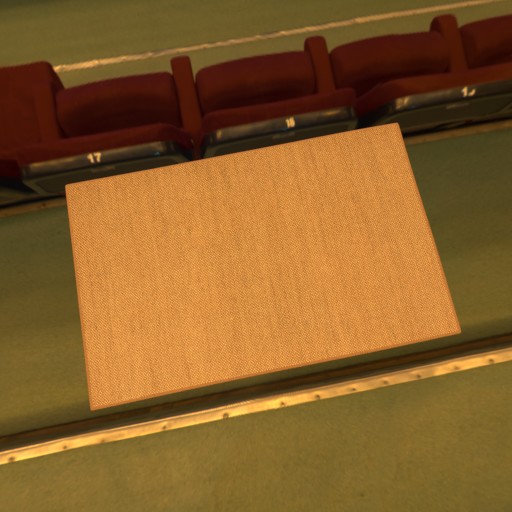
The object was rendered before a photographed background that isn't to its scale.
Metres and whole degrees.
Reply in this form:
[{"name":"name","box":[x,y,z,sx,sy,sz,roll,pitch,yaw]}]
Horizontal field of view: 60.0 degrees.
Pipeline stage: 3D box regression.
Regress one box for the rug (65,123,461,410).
[{"name":"rug","box":[0.000,0.000,2.061,1.668,0.012,1.061,-11,77,-3]}]
